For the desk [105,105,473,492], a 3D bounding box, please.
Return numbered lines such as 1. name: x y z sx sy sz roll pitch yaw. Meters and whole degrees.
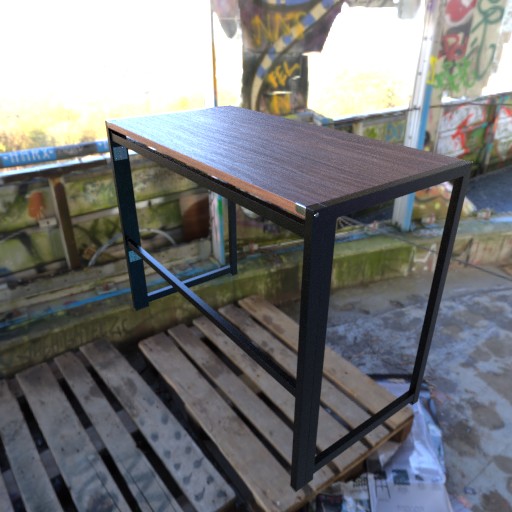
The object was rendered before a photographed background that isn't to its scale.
1. desk: 0.000 0.000 1.433 0.508 0.762 1.016 -19 33 -32
